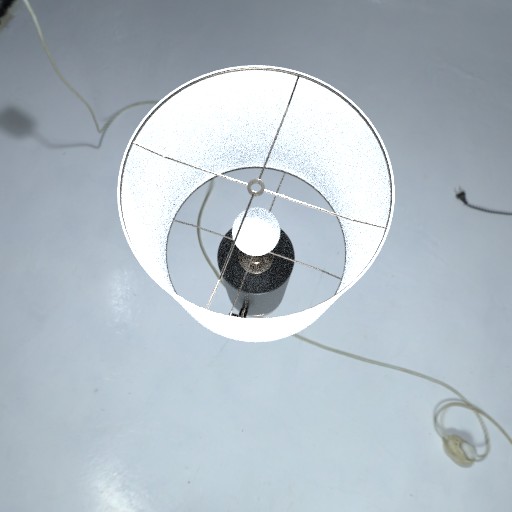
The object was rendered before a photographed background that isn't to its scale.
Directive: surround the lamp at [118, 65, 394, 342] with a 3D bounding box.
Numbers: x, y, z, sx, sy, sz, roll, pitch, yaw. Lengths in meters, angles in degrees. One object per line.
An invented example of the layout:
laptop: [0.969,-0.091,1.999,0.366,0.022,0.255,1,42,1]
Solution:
lamp: [0.000,0.000,0.619,0.241,0.482,0.240,19,76,5]
